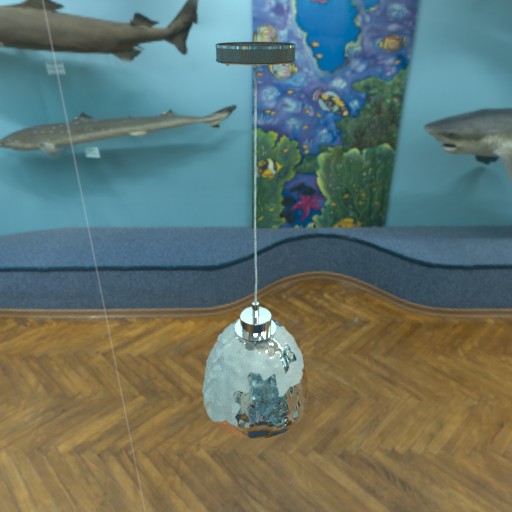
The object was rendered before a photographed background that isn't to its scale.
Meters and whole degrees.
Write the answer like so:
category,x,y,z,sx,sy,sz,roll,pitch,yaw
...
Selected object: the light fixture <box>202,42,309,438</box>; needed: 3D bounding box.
category,x,y,z,sx,sy,sz,roll,pitch,yaw
light fixture,0.000,0.000,1.748,0.496,1.511,0.500,1,29,2
